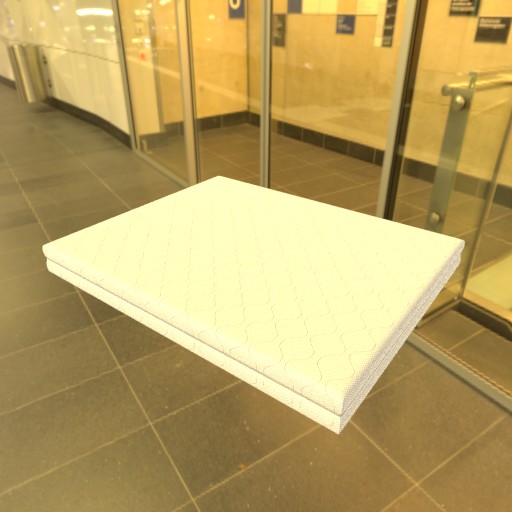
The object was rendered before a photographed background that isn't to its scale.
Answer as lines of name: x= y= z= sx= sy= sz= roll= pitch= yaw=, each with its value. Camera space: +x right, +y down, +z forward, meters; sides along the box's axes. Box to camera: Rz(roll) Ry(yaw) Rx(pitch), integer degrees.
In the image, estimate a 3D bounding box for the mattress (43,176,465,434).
mattress: x=0.000 y=0.000 z=2.712 sx=2.000 sy=0.200 sz=1.600 roll=20 pitch=35 yaw=32
